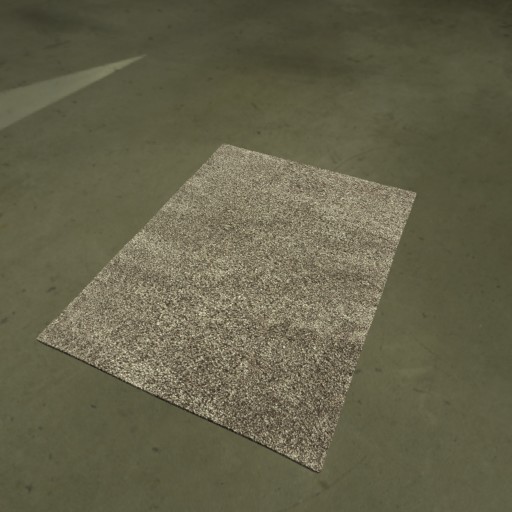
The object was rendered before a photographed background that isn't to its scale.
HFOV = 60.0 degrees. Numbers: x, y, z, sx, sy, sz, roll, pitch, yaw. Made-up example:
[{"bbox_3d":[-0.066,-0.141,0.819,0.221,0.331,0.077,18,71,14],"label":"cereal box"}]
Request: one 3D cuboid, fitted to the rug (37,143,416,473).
[{"bbox_3d":[0.000,0.000,2.106,1.198,0.025,1.601,18,49,17],"label":"rug"}]
